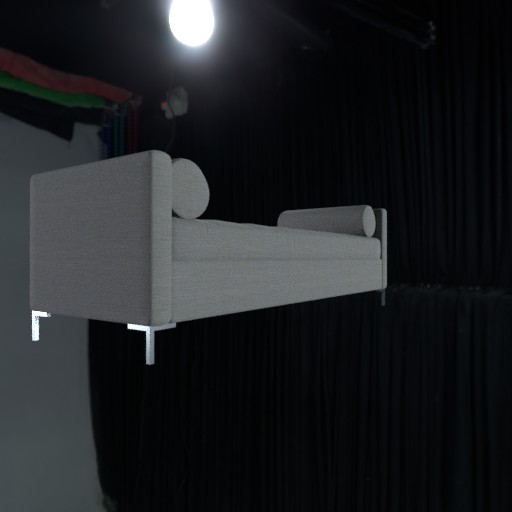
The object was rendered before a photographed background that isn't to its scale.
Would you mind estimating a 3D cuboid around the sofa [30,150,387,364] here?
[{"bbox_3d":[0.000,0.000,2.268,0.686,0.635,1.981,0,0,36],"label":"sofa"}]
